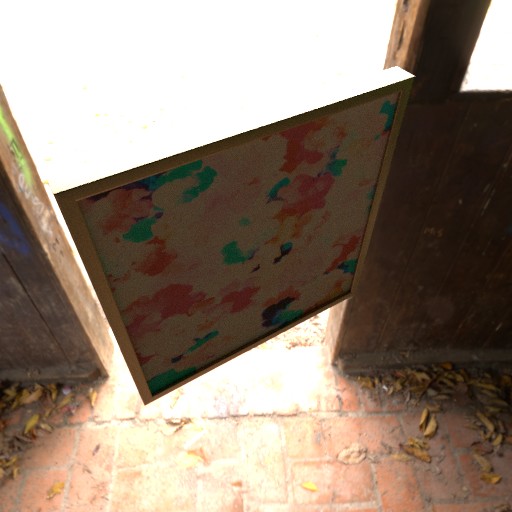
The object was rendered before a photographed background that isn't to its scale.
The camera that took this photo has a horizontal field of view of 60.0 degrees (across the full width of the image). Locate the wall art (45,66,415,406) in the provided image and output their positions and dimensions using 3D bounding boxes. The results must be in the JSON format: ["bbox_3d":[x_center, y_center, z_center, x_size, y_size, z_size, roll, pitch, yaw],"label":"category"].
[{"bbox_3d":[0.000,0.000,0.744,0.510,0.509,0.037,-24,52,-21],"label":"wall art"}]
